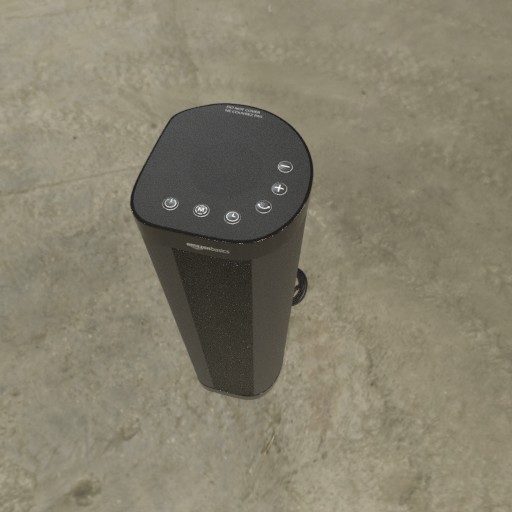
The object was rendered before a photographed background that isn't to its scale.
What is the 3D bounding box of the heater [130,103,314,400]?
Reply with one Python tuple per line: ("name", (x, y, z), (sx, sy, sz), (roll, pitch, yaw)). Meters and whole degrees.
("heater", (0.000, 0.000, 0.690), (0.174, 0.552, 0.312), (13, 60, 8))
